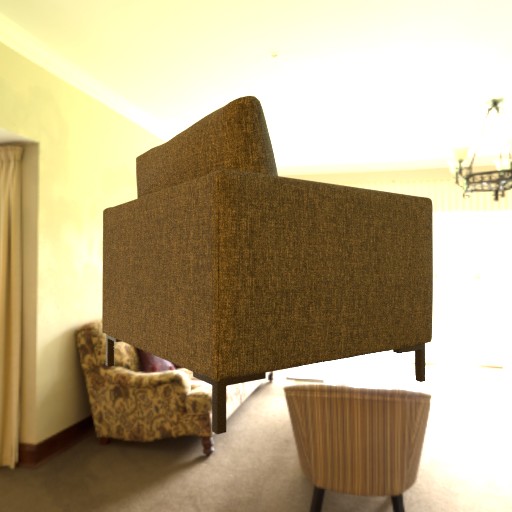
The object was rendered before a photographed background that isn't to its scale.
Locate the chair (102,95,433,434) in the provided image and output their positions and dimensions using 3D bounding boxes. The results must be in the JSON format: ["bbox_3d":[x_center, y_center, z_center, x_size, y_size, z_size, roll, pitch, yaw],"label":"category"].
[{"bbox_3d":[0.000,0.000,1.647,0.866,0.861,0.963,1,-1,-35],"label":"chair"}]
